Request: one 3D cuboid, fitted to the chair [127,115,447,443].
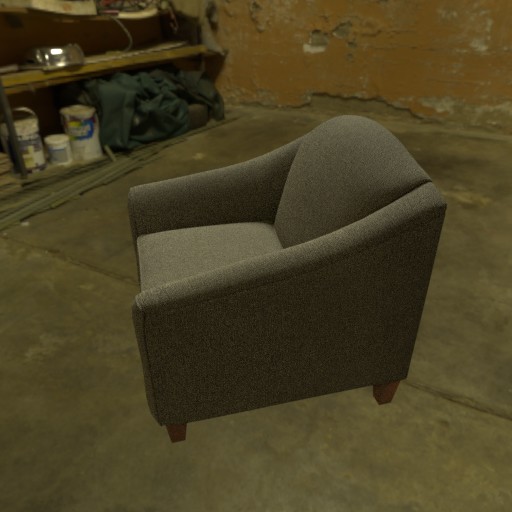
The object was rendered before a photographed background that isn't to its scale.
[{"bbox_3d":[0.000,0.000,1.451,0.787,0.839,0.763,-8,31,-13],"label":"chair"}]
